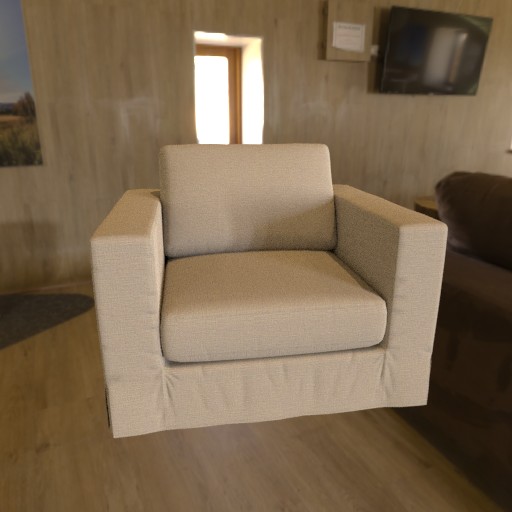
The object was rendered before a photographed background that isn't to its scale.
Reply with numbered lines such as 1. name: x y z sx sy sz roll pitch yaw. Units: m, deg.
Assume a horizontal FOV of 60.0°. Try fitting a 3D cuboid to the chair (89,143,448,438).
1. chair: 0.000 0.000 1.825 1.150 0.878 0.957 -3 17 -9
